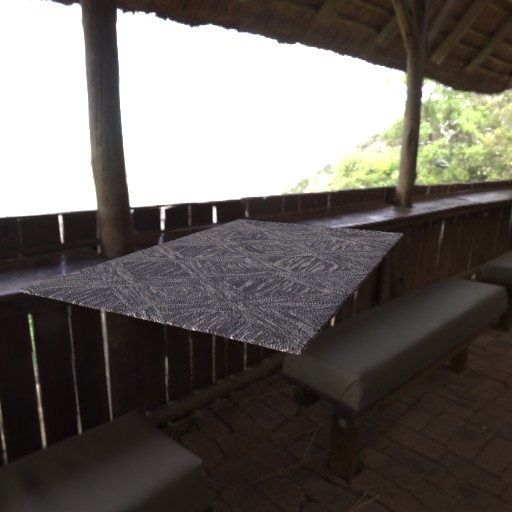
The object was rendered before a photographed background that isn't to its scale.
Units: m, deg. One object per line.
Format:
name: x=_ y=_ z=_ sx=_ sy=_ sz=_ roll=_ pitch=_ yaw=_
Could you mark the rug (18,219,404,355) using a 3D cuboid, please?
rug: x=0.000 y=0.000 z=2.262 sx=1.186 sy=0.012 sz=1.814 roll=7 pitch=16 yaw=26
